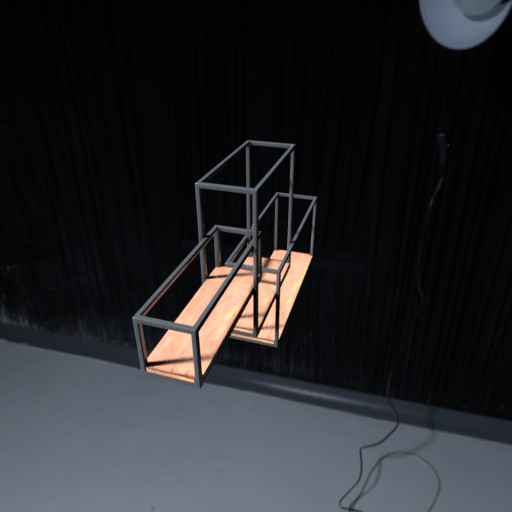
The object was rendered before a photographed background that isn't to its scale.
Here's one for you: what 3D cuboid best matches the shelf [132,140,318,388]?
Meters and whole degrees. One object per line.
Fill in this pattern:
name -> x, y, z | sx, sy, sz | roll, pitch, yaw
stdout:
shelf -> 0.000, 0.000, 2.130 | 0.275, 0.972, 1.781 | 9, 31, 15
